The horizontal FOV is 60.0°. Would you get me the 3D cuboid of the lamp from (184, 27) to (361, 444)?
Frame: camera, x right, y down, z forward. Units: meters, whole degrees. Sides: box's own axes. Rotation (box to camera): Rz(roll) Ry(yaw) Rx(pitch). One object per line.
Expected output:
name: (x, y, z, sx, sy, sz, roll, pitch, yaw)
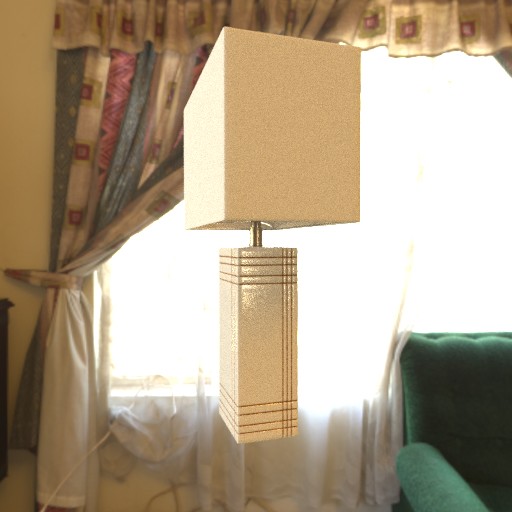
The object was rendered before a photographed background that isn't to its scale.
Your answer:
lamp: (0.000, 0.000, 0.706, 0.182, 0.543, 0.334, 0, 1, -17)
